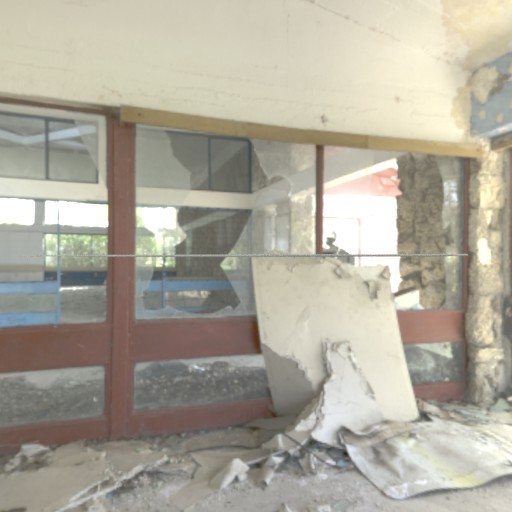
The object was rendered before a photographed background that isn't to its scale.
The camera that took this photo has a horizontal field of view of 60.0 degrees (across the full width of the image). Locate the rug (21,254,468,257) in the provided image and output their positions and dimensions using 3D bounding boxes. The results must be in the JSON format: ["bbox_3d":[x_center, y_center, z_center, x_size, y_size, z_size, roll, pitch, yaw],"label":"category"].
[{"bbox_3d":[0.000,0.000,2.866,2.286,0.006,1.524,0,0,18],"label":"rug"}]
